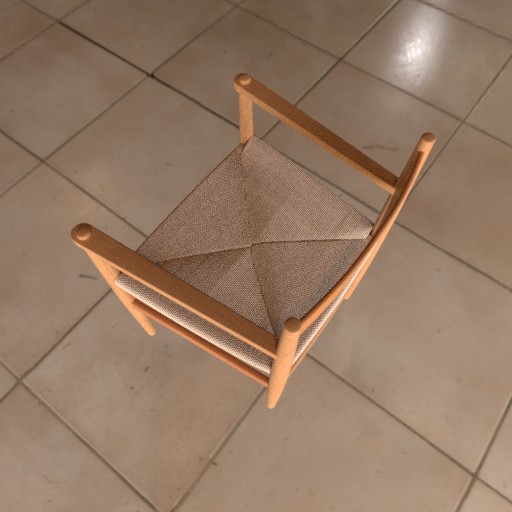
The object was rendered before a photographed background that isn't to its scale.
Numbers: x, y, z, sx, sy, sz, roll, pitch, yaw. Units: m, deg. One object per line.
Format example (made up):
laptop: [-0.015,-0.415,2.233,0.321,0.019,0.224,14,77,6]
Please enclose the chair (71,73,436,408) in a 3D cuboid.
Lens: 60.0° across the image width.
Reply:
chair: [0.000,0.000,1.097,0.495,0.762,0.556,33,68,16]
